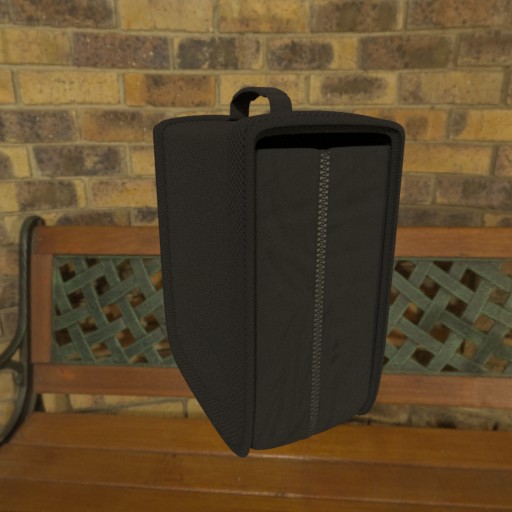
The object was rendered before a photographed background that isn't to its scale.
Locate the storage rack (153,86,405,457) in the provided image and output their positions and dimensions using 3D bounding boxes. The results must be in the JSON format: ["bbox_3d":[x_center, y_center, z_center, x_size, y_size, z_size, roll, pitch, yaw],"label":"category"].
[{"bbox_3d":[0.000,0.000,0.542,0.168,0.387,0.297,-8,19,-25],"label":"storage rack"}]
